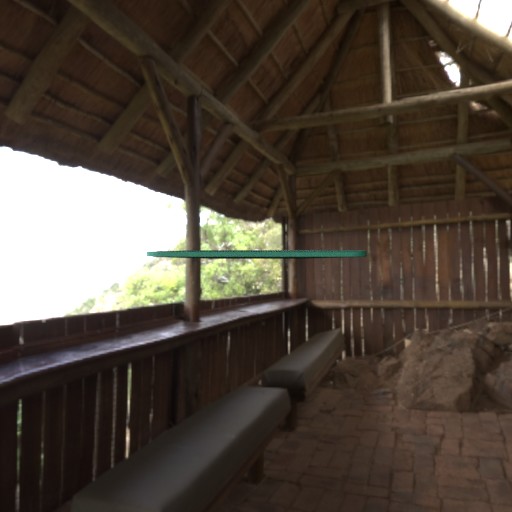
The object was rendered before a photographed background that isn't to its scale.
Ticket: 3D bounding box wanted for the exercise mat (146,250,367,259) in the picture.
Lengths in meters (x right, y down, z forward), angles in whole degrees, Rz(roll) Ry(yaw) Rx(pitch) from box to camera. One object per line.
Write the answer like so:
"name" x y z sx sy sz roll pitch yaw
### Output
"exercise mat" 0.000 0.000 2.110 0.616 0.021 1.869 0 -1 0
